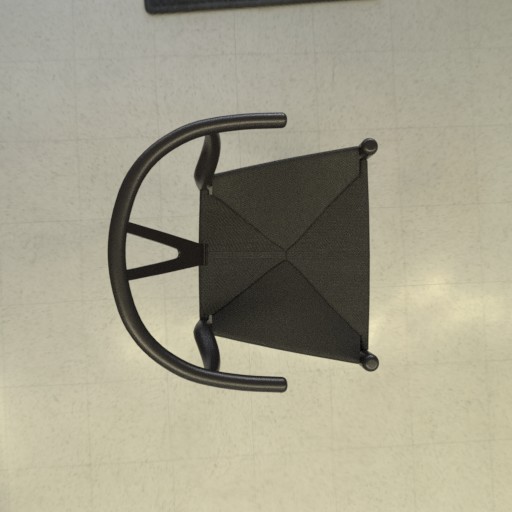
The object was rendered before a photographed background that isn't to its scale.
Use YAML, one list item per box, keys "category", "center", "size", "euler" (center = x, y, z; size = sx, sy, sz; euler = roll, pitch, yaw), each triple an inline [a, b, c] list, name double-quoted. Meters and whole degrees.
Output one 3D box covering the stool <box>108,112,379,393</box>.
- category: "stool"
  center: [0.000, 0.000, 1.291]
  size: [0.579, 0.970, 0.569]
  euler: [0, 89, -2]
